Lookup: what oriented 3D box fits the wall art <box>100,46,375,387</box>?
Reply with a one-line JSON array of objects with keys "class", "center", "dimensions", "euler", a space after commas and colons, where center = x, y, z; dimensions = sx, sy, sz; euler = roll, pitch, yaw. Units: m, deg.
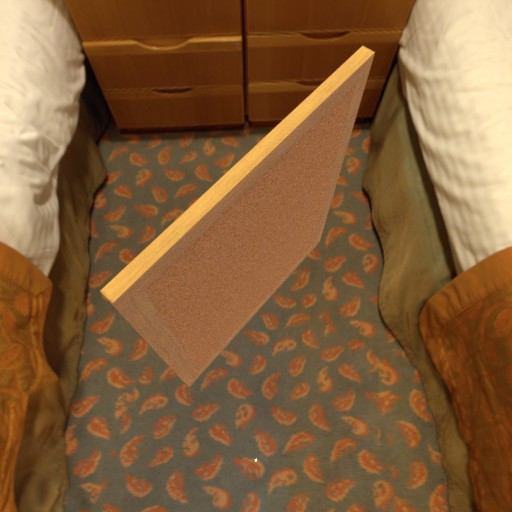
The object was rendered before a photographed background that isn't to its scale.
[{"class": "wall art", "center": [0.000, 0.000, 0.771], "dimensions": [0.020, 0.561, 0.460], "euler": [38, 71, 16]}]
